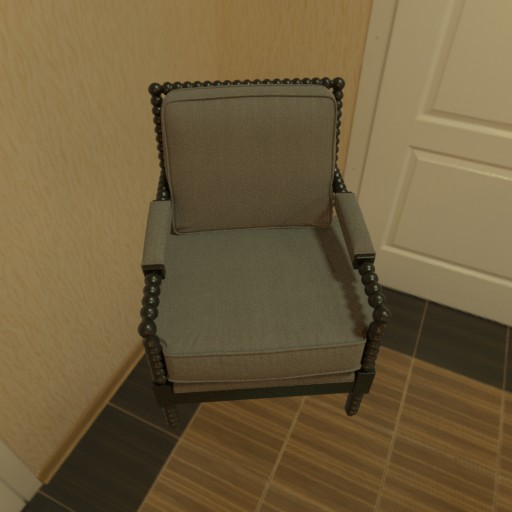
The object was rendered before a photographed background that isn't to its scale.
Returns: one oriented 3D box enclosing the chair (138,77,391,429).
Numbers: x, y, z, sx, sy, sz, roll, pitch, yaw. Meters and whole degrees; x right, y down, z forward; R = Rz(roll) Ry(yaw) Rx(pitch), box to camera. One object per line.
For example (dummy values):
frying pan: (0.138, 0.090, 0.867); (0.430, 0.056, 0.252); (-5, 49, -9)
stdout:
chair: (0.000, 0.000, 1.126); (0.540, 0.661, 0.622); (-3, 45, -3)
